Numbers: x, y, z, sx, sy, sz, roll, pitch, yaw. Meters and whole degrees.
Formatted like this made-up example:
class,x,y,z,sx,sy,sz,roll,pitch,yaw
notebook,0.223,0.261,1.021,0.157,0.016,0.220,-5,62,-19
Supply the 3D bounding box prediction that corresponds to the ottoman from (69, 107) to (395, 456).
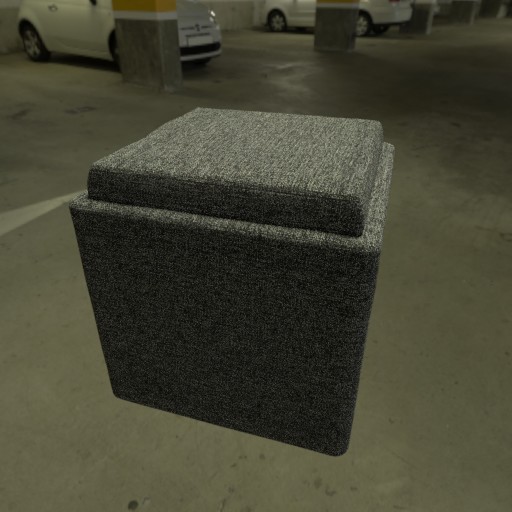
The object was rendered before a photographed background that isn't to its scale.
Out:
class,x,y,z,sx,sy,sz,roll,pitch,yaw
ottoman,0.000,0.000,0.846,0.450,0.463,0.450,9,32,15
